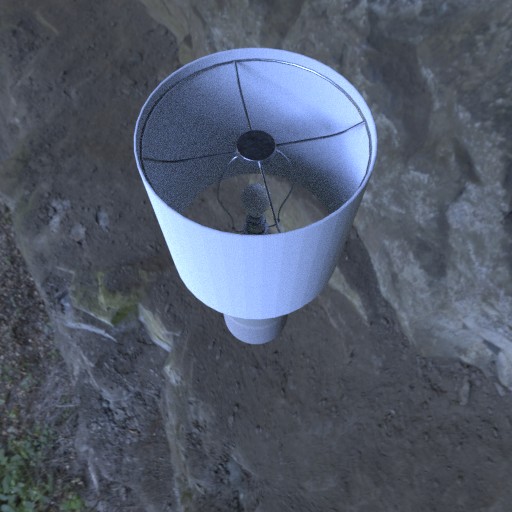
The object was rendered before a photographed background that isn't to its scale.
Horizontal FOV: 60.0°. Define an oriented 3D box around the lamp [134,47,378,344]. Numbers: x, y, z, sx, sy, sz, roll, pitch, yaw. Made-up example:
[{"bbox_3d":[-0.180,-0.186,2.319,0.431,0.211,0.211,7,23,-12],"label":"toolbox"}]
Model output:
[{"bbox_3d":[0.000,0.000,0.607,0.212,0.493,0.212,-11,64,-5],"label":"lamp"}]
